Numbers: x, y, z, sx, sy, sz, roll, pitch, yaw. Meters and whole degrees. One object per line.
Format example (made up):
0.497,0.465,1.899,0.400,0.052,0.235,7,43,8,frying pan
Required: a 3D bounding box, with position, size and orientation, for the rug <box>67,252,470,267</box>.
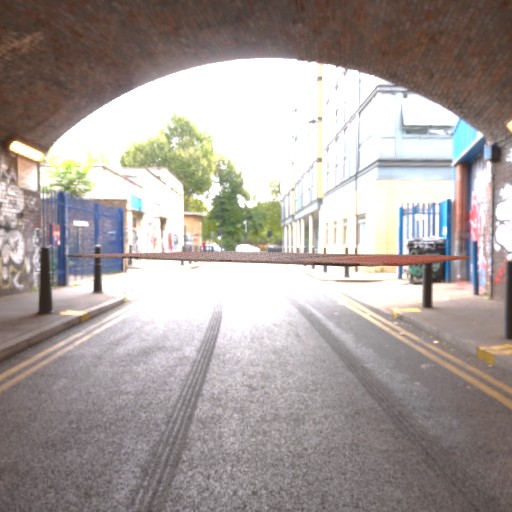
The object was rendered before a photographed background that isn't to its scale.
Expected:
0.000,0.000,3.032,2.446,0.017,1.530,1,2,38,rug
